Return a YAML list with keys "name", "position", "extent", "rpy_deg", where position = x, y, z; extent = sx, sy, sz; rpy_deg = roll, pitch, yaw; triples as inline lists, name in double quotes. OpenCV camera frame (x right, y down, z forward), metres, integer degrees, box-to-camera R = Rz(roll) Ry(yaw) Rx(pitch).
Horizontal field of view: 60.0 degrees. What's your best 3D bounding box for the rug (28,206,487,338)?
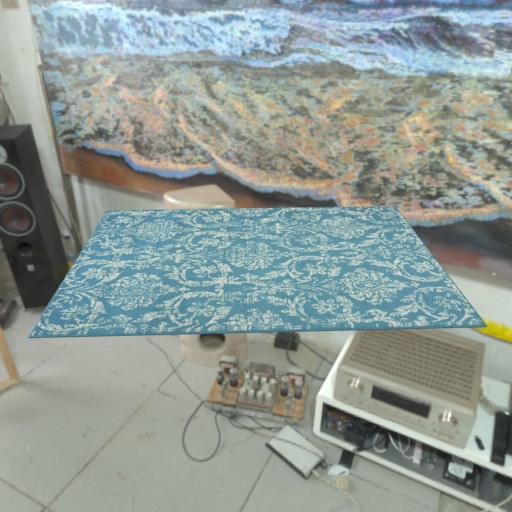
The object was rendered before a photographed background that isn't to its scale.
- name: "rug"
  position: [0.000, 0.000, 3.431]
  extent: [2.746, 0.018, 1.816]
  rpy_deg: [-1, 30, -2]
